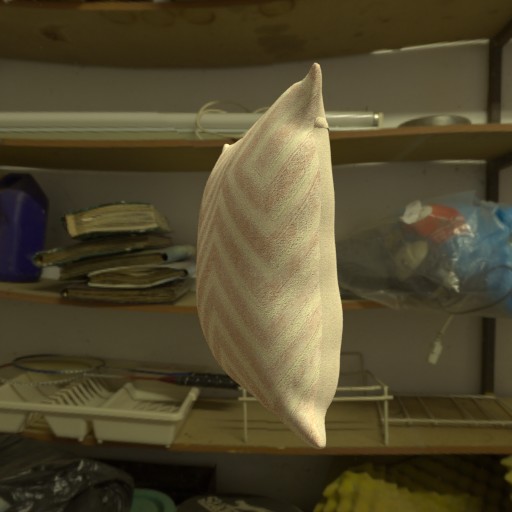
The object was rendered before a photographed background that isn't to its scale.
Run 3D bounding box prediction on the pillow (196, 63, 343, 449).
[{"bbox_3d":[0.000,0.000,0.691,0.182,0.441,0.440,0,1,-17],"label":"pillow"}]
